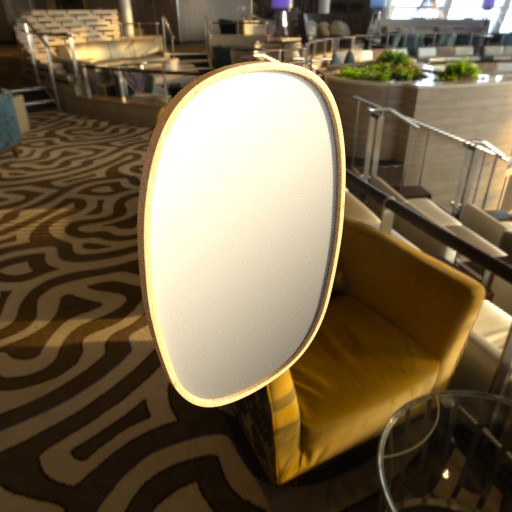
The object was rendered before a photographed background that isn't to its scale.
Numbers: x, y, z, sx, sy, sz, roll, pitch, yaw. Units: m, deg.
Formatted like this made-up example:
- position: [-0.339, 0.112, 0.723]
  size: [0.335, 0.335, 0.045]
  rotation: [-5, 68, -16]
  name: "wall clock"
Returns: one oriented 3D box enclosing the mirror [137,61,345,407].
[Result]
- position: [0.000, 0.000, 1.335]
  size: [0.724, 1.075, 0.037]
  rotation: [-21, 35, -32]
  name: "mirror"
